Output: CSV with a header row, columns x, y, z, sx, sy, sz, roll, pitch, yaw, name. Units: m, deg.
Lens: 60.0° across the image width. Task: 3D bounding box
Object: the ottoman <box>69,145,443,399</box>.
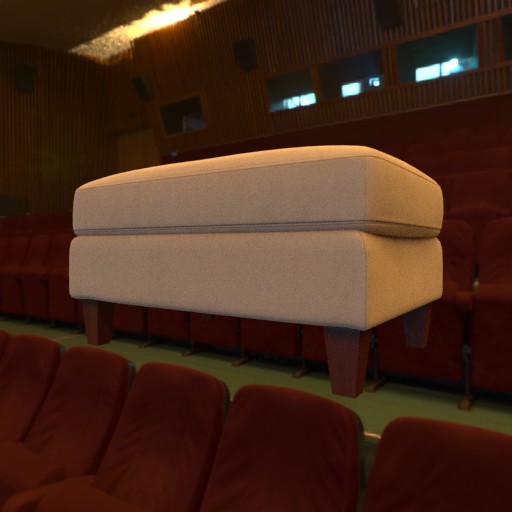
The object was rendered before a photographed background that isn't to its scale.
x,y,z,sx,sy,sz,roll,pitch,yaw,name
0.000,0.000,1.200,0.864,0.483,0.584,1,2,34,ottoman
